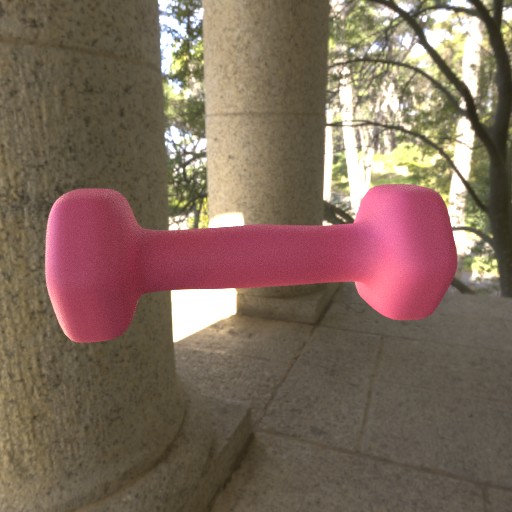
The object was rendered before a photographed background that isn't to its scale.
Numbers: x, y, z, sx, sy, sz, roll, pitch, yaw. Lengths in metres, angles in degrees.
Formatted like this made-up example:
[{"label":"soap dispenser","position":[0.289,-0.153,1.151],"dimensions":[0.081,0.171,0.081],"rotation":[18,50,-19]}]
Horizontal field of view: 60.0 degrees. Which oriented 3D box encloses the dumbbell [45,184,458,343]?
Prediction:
[{"label":"dumbbell","position":[0.000,0.000,0.171],"dimensions":[0.146,0.053,0.058],"rotation":[-2,14,-9]}]
